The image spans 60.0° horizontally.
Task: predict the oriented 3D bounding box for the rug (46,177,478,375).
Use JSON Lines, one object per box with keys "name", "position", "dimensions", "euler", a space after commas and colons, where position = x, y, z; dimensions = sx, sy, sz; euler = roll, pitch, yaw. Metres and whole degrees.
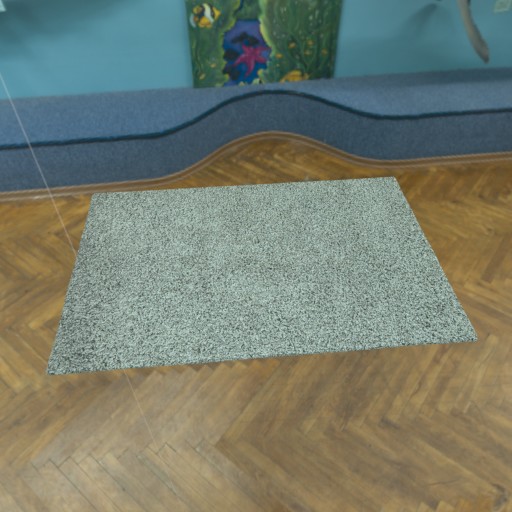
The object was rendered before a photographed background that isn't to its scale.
{"name": "rug", "position": [0.000, 0.000, 3.403], "dimensions": [2.743, 0.030, 1.778], "euler": [-4, 46, -4]}
